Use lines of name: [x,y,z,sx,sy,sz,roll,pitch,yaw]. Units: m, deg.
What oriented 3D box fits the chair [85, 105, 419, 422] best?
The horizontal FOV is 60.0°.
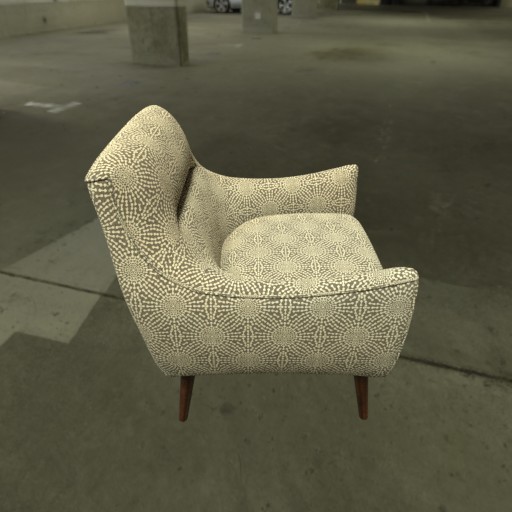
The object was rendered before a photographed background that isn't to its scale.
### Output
chair: [0.000,0.000,1.425,0.787,0.838,0.762,0,32,-1]
